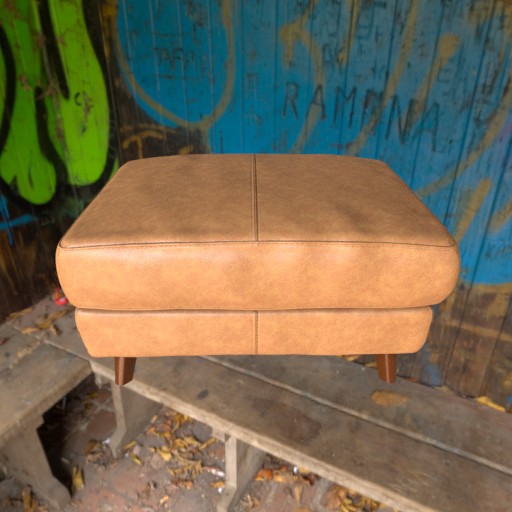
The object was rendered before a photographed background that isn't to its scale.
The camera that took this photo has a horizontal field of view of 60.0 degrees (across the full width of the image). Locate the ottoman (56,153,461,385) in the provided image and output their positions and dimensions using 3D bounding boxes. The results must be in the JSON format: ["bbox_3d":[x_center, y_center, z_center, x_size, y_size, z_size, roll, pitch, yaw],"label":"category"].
[{"bbox_3d":[0.000,0.000,1.227,0.869,0.461,0.630,0,29,-1],"label":"ottoman"}]
